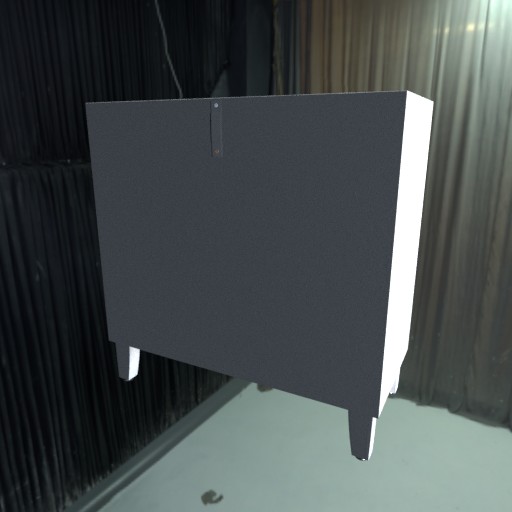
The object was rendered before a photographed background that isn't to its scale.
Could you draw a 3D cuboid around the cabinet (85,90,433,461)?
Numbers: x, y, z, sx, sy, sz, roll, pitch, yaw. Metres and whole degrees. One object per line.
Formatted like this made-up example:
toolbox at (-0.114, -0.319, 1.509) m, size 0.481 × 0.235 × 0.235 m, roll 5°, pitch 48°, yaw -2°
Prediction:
cabinet at (0.000, 0.000, 1.201) m, size 0.781 × 0.787 × 0.370 m, roll 8°, pitch 18°, yaw 27°
